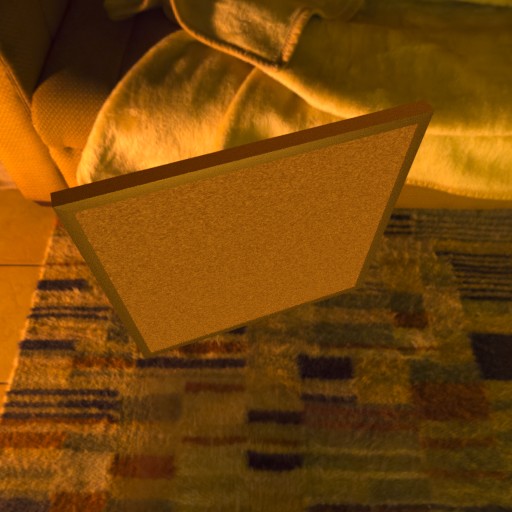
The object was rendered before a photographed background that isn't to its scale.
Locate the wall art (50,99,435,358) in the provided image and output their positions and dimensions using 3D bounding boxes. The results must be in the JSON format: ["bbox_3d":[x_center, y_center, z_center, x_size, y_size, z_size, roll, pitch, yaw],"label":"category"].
[{"bbox_3d":[0.000,0.000,1.173,0.767,0.765,0.036,-17,59,-10],"label":"wall art"}]
